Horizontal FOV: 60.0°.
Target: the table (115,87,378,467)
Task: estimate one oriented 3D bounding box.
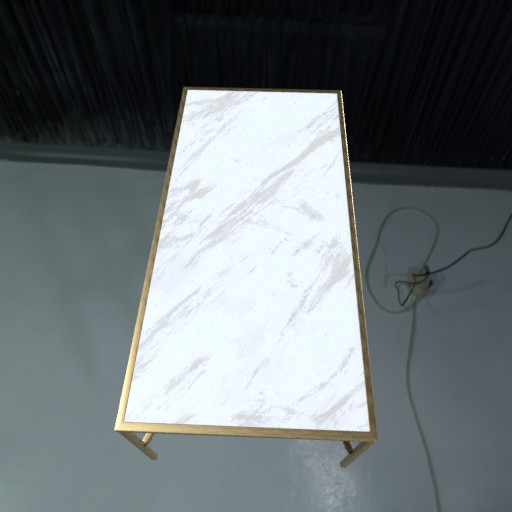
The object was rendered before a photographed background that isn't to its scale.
[{"bbox_3d":[0.000,0.000,1.459,0.577,0.405,1.197,2,57,1],"label":"table"}]
